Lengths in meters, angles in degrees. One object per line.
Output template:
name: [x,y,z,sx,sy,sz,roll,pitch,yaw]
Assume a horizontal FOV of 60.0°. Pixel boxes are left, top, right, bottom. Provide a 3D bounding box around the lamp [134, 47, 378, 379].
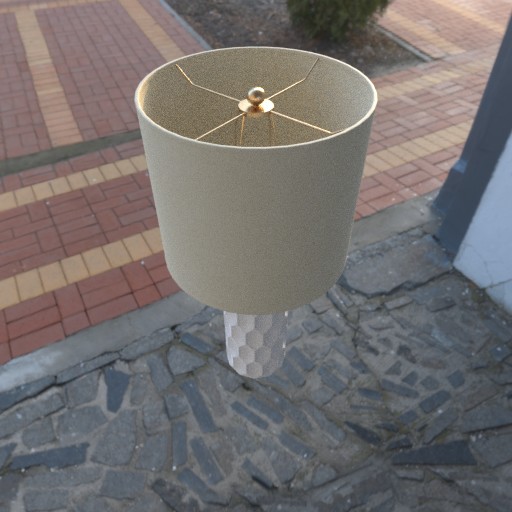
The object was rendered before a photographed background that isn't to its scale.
lamp: [0.000,0.000,0.698,0.277,0.537,0.277,-9,44,-9]
